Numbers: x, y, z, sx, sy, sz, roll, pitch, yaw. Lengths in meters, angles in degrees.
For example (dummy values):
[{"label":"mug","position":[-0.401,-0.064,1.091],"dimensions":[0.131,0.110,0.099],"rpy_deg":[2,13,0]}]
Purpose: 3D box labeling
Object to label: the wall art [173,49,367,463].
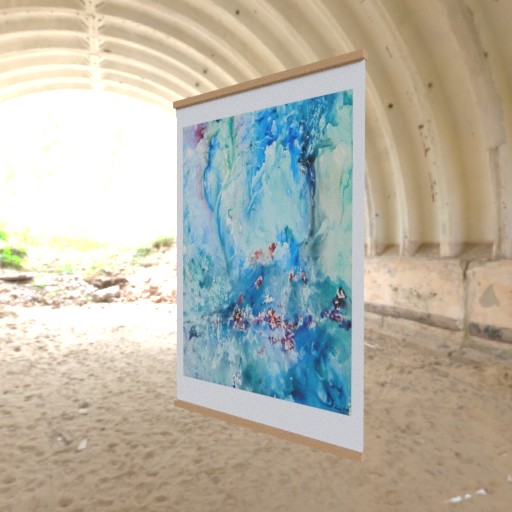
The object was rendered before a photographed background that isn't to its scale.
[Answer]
[{"label":"wall art","position":[0.000,0.000,1.926],"dimensions":[0.991,1.510,0.040],"rpy_deg":[1,1,36]}]
